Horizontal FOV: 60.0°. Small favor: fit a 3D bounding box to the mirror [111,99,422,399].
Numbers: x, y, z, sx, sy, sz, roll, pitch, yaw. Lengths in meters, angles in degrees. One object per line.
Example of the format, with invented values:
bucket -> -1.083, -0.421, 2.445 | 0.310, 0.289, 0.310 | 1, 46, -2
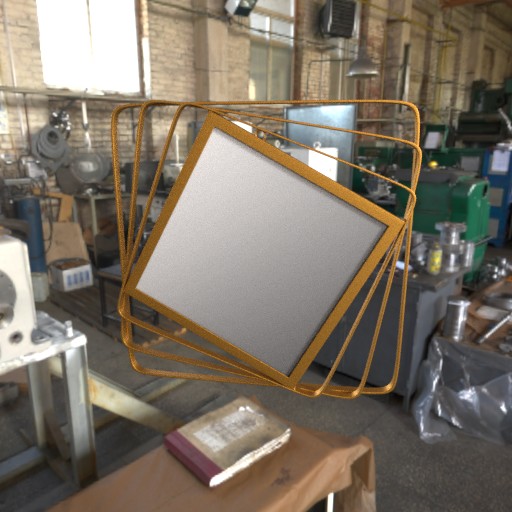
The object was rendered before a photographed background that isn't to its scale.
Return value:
mirror -> 0.000, 0.000, 0.698 | 0.470, 0.468, 0.045 | 2, 15, 9
